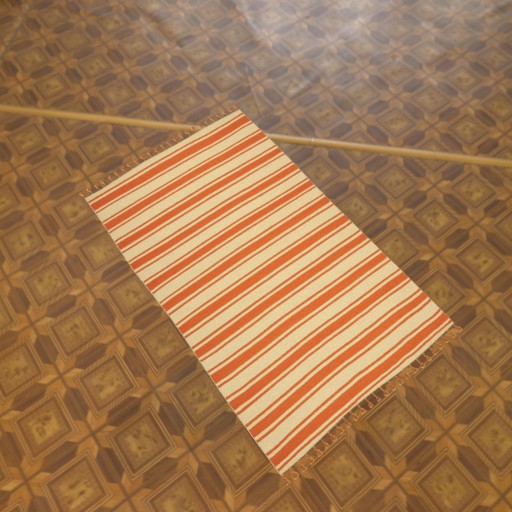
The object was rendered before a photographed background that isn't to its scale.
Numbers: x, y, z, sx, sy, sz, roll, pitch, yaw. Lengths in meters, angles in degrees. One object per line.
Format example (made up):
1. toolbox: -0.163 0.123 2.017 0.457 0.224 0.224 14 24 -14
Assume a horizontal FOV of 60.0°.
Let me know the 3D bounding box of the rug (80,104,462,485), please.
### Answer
1. rug: 0.000 0.000 2.595 1.232 0.017 2.092 -35 68 -16
